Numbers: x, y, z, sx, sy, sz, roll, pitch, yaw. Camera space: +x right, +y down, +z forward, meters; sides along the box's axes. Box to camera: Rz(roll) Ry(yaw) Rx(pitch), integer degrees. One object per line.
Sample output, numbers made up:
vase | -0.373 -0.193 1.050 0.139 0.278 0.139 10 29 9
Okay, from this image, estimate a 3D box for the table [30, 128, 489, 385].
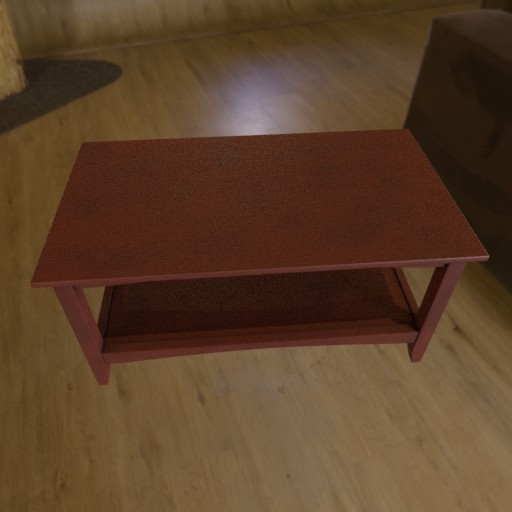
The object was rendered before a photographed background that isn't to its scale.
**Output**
table | 0.000 0.000 1.251 0.943 0.456 0.533 -3 45 -3
